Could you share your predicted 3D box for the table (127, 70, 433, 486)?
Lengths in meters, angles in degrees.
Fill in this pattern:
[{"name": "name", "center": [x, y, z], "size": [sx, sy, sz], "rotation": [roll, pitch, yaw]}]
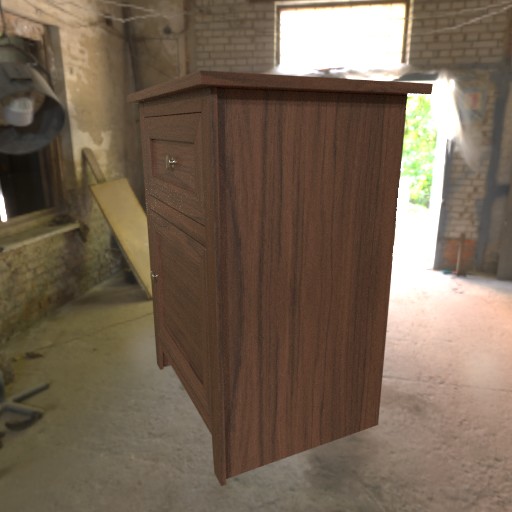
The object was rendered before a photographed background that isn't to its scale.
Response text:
[{"name": "table", "center": [0.000, 0.000, 0.906], "size": [0.381, 0.636, 0.480], "rotation": [-8, 18, -25]}]
